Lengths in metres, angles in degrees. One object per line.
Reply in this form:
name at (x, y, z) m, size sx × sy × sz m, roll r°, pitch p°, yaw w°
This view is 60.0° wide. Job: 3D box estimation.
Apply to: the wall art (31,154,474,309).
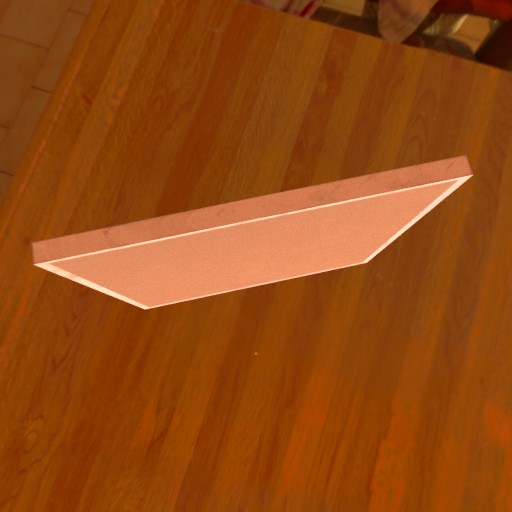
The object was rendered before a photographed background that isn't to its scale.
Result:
wall art at (0.000, 0.000, 1.123) m, size 0.760 × 0.757 × 0.038 m, roll -12°, pitch 78°, yaw -3°
